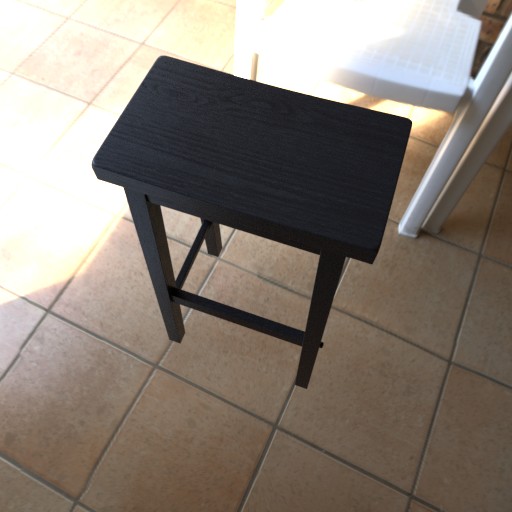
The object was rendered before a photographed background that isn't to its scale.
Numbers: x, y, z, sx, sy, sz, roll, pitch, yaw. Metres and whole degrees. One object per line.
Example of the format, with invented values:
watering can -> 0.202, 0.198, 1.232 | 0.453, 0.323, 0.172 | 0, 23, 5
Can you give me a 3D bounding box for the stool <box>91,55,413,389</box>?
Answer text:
stool -> 0.000, 0.000, 0.958 | 0.406, 0.742, 0.322 | 18, 65, 8
